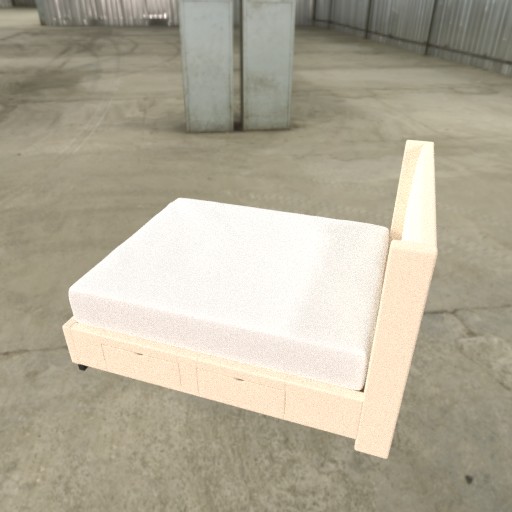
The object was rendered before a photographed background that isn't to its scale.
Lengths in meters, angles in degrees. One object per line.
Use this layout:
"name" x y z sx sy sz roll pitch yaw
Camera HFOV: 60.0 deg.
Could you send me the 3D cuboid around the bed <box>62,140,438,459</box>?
"bed" 0.000 0.000 3.350 2.280 1.471 1.765 10 32 16
